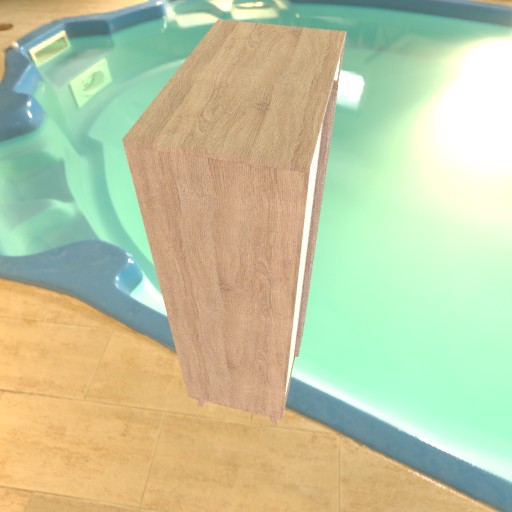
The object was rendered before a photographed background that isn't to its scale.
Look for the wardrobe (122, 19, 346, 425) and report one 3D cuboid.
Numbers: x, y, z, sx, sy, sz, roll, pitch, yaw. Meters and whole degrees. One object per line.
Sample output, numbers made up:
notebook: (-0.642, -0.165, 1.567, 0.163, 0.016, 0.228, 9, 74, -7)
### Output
wardrobe: (0.000, 0.000, 2.355, 0.600, 1.960, 1.000, 10, 48, 9)
